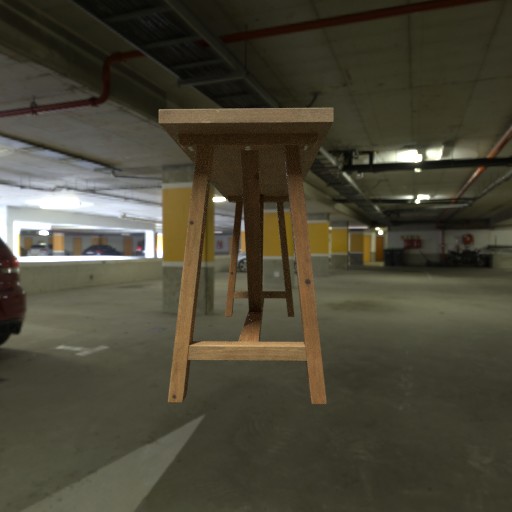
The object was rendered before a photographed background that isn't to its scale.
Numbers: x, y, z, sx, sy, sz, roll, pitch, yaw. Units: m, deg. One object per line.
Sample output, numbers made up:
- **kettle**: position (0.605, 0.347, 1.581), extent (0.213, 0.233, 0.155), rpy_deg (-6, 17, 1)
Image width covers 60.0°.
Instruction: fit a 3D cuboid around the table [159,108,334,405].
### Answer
- **table**: position (0.000, 0.000, 2.082), extent (0.465, 0.810, 1.800), rpy_deg (0, 1, 2)
